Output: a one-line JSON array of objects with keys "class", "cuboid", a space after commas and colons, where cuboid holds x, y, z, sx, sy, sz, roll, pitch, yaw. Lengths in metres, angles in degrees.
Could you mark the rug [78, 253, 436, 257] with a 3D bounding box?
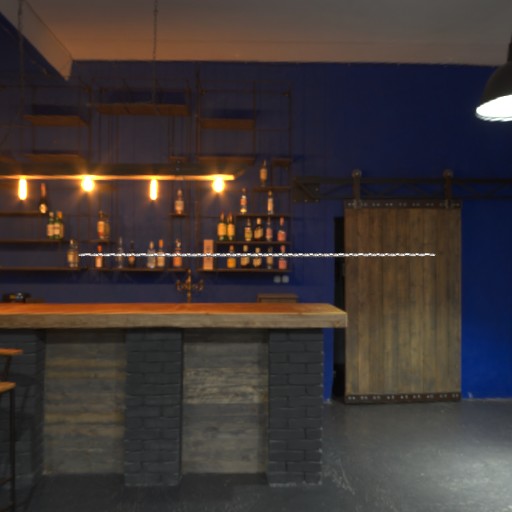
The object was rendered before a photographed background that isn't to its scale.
[{"class": "rug", "cuboid": [0.000, 0.000, 2.467, 1.196, 0.008, 2.006, 0, 0, 0]}]
